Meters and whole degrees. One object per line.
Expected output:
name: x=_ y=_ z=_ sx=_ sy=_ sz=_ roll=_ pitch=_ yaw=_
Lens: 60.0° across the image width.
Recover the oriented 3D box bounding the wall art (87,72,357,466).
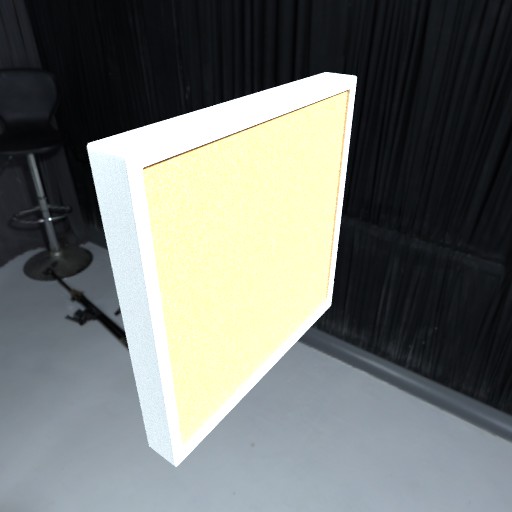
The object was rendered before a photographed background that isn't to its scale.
wall art: x=0.000 y=0.000 z=0.450 sx=0.038 sy=0.305 sz=0.305 roll=22 pitch=38 yaw=30
